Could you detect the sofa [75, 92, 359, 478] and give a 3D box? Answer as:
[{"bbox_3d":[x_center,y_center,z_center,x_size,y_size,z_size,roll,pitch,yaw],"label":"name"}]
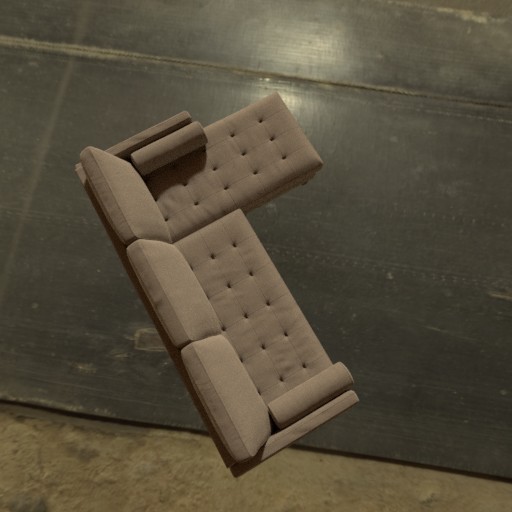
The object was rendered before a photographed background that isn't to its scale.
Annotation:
[{"bbox_3d":[0.000,0.000,2.920,1.506,0.875,2.178,-29,78,-7],"label":"sofa"}]
